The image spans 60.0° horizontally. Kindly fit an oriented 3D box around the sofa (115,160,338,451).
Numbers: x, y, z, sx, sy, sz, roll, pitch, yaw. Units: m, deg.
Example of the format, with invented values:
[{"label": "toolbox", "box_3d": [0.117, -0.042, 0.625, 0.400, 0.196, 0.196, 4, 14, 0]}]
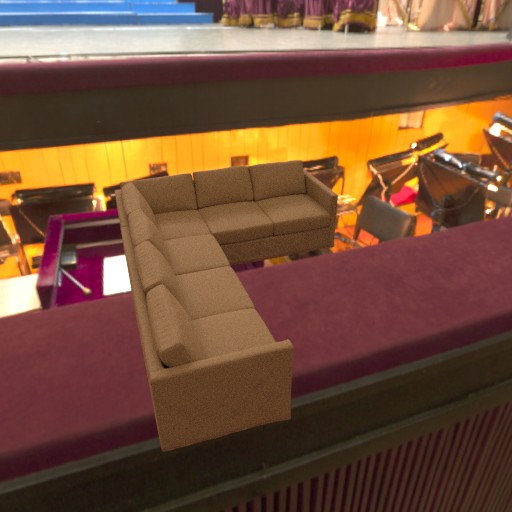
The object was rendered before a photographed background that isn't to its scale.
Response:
[{"label": "sofa", "box_3d": [0.000, 0.000, 4.364, 2.432, 0.871, 3.182, -10, 32, -17]}]
